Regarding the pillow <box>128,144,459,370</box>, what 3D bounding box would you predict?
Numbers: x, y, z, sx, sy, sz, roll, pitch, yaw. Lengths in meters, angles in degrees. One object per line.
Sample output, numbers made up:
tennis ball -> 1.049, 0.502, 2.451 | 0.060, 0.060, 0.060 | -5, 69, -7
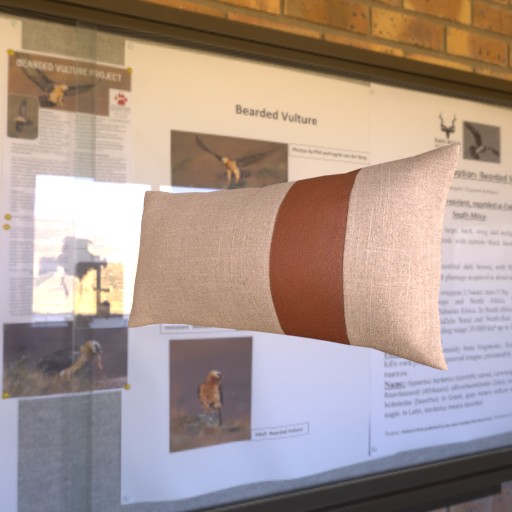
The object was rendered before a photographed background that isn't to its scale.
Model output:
pillow -> 0.000, 0.000, 0.729 | 0.612, 0.282, 0.155 | -1, -1, 36
